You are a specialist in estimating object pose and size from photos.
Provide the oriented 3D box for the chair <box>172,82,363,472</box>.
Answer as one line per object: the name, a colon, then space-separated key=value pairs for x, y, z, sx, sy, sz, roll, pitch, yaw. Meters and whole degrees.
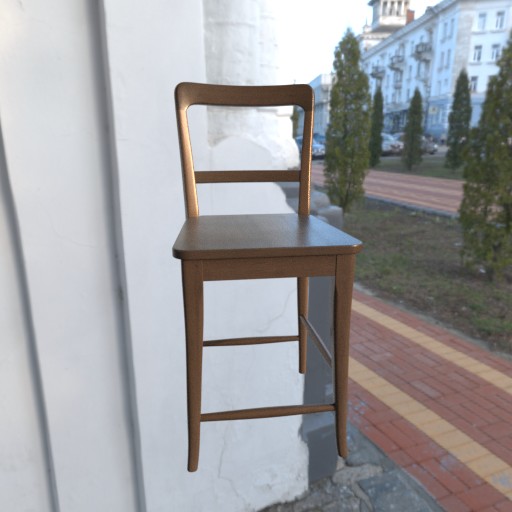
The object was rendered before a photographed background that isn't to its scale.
chair: x=0.000 y=0.000 z=1.287 sx=0.450 sy=0.991 sz=0.546 roll=-2 pitch=15 yaw=-8
